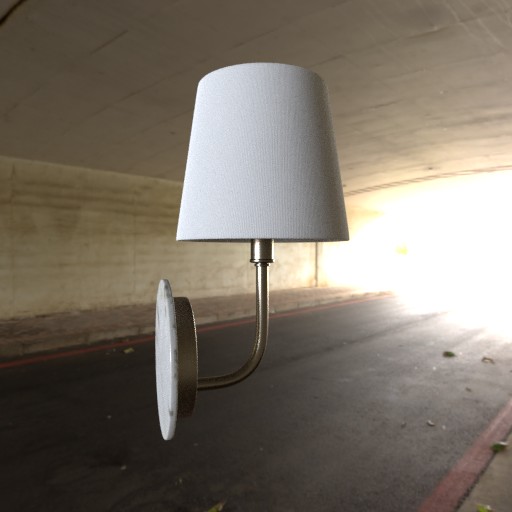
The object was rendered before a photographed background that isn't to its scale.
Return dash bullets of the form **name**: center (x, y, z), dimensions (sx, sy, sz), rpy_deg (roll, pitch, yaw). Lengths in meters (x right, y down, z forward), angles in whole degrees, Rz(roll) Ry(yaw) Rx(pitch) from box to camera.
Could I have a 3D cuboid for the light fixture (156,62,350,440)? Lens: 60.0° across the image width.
- **light fixture**: center (0.000, 0.000, 0.446), dimensions (0.188, 0.337, 0.168), rpy_deg (0, 0, -17)
